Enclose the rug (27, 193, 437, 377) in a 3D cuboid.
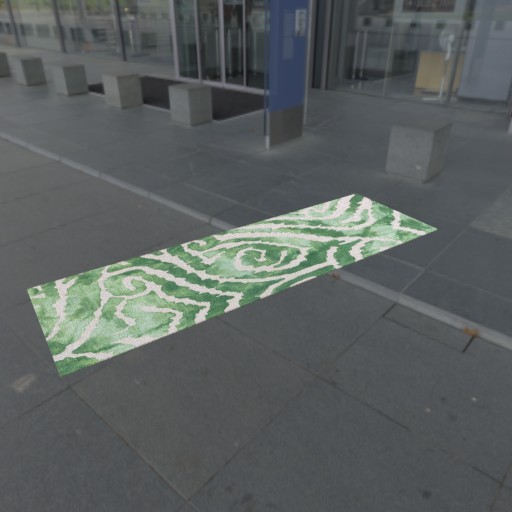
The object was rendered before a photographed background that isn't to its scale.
[{"bbox_3d":[0.000,0.000,2.682,2.438,0.006,0.761,-18,35,-29],"label":"rug"}]
